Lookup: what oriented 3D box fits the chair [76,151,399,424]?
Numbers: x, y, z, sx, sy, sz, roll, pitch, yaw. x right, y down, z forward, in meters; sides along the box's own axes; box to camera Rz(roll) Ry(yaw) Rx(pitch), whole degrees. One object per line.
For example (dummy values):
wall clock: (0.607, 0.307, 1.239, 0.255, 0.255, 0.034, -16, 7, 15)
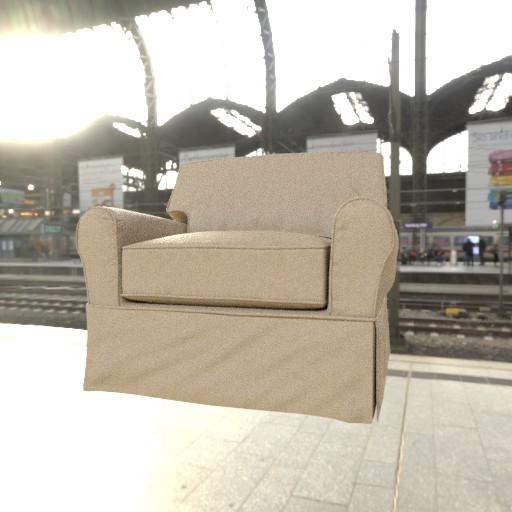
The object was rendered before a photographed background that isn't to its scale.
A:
chair: (0.000, 0.000, 1.786, 1.096, 0.937, 0.903, 0, 1, 18)
